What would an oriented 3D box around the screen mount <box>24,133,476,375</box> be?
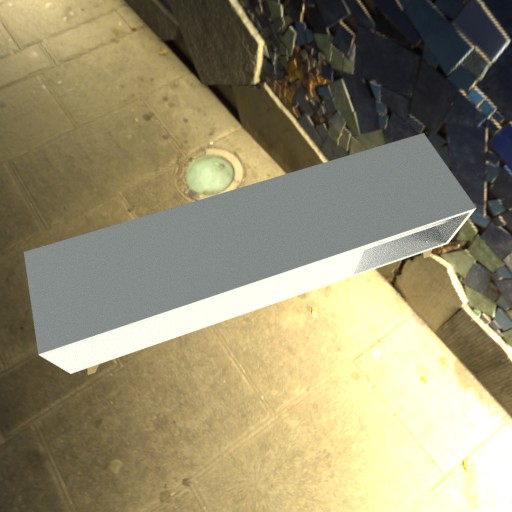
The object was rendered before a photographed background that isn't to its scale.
[{"bbox_3d":[0.000,0.000,1.838,1.644,0.432,0.399,-18,64,-9],"label":"screen mount"}]
